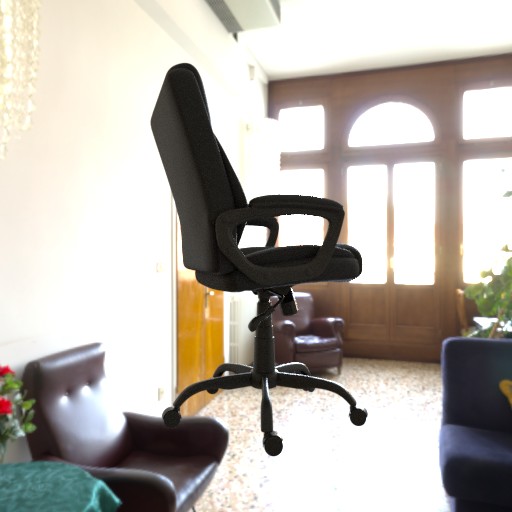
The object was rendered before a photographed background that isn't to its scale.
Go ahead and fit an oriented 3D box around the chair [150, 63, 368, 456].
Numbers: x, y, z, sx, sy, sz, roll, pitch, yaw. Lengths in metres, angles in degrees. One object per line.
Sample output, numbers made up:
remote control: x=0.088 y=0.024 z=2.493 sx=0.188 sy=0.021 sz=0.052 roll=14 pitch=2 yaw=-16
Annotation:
chair: x=0.000 y=0.000 z=1.485 sx=0.655 sy=1.072 sz=0.615 roll=0 pitch=0 yaw=-19
